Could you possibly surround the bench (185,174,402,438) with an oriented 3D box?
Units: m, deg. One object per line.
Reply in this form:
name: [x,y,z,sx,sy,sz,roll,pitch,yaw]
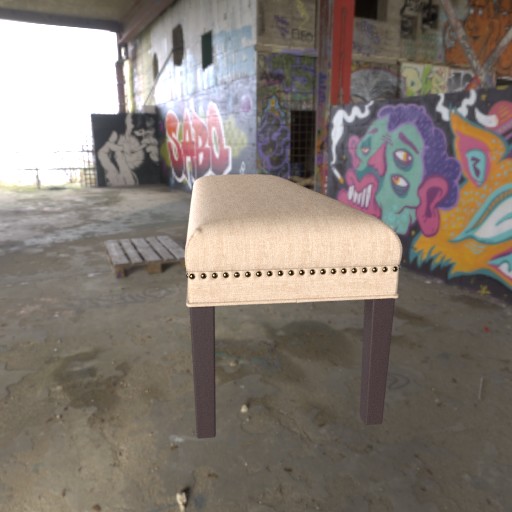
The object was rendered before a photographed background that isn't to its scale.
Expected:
bench: [0.000,0.000,1.435,0.410,0.457,1.219,-2,14,-7]
